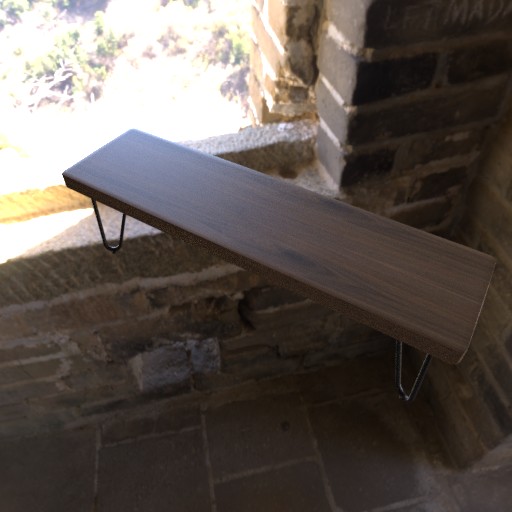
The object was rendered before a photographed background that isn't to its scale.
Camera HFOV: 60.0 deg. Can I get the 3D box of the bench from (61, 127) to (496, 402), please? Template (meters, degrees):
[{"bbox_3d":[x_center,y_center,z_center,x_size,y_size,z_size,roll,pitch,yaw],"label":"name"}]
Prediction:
[{"bbox_3d":[0.000,0.000,1.754,1.570,0.462,0.425,24,51,21],"label":"bench"}]
